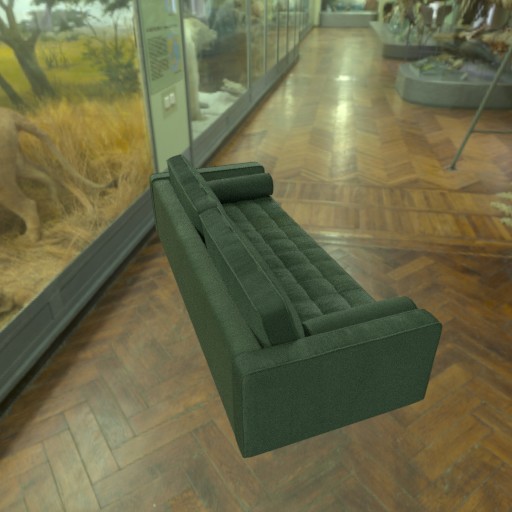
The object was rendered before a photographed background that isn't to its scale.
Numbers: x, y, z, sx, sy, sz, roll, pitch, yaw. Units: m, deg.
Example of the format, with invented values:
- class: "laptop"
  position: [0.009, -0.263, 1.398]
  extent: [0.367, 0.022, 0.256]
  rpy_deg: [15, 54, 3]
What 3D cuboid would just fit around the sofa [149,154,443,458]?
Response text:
- class: "sofa"
  position: [0.000, 0.000, 2.683]
  extent: [0.918, 0.769, 2.199]
  rpy_deg: [-11, 32, -17]
